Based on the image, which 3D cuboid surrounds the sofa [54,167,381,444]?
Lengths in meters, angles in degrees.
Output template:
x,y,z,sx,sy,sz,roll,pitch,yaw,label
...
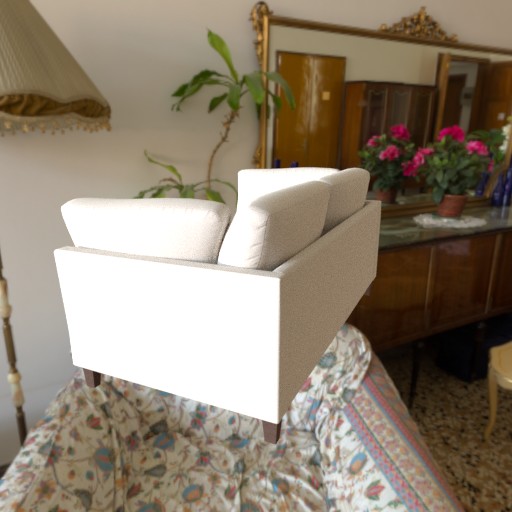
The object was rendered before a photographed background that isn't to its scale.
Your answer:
x,y,z,sx,sy,sz,roll,pitch,yaw,label
0.000,0.000,2.333,0.970,0.836,1.776,7,17,24,sofa
